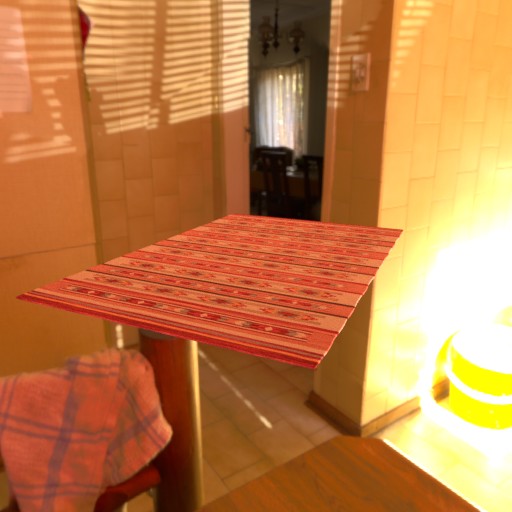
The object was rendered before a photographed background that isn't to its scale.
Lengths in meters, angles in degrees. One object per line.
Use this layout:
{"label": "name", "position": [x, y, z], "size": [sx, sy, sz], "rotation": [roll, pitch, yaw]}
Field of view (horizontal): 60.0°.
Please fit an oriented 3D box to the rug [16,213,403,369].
{"label": "rug", "position": [0.000, 0.000, 2.263], "size": [1.223, 0.008, 1.817], "rotation": [8, 19, 24]}
